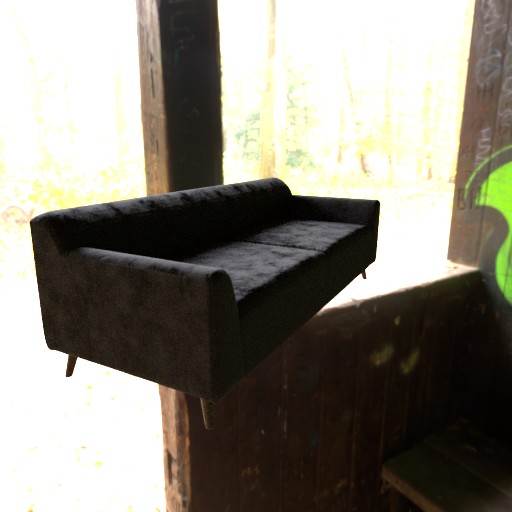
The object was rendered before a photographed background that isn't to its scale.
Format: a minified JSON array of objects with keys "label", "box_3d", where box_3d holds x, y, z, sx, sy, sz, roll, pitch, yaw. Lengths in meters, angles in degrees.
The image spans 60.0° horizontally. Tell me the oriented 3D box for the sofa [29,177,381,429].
[{"label":"sofa","box_3d":[0.000,0.000,2.577,0.900,0.740,2.190,8,16,28]}]
